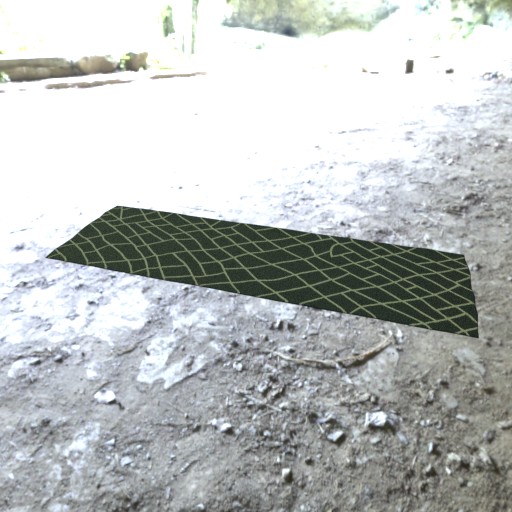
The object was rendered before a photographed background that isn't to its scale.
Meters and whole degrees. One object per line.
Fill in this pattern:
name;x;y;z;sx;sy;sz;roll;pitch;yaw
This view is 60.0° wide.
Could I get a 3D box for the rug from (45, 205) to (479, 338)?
rug;0.000;0.000;2.718;2.476;0.010;0.807;9;32;15
